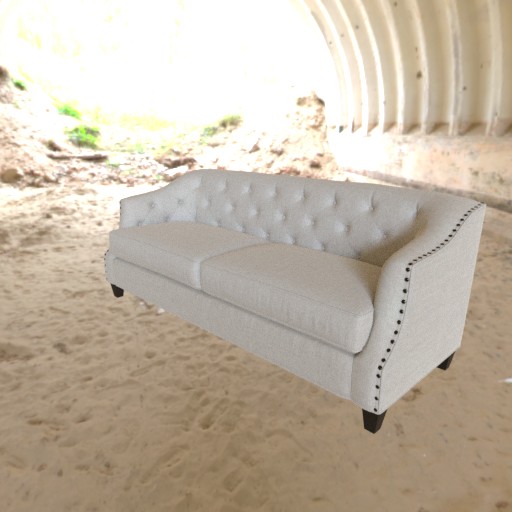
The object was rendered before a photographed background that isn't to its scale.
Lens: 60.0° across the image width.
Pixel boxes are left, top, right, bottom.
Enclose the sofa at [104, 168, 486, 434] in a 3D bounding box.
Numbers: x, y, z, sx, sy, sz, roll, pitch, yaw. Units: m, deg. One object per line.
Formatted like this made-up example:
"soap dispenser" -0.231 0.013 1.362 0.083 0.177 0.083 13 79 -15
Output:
"sofa" 0.000 0.000 2.684 0.914 0.901 2.235 -16 22 -43
